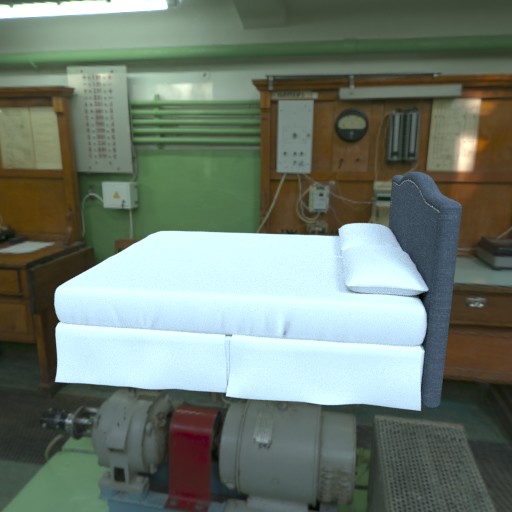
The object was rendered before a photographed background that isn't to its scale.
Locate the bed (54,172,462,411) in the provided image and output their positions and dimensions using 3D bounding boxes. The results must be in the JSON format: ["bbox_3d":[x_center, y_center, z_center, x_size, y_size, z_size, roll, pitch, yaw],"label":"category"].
[{"bbox_3d":[0.000,0.000,3.842,2.689,1.457,2.161,2,15,8],"label":"bed"}]
